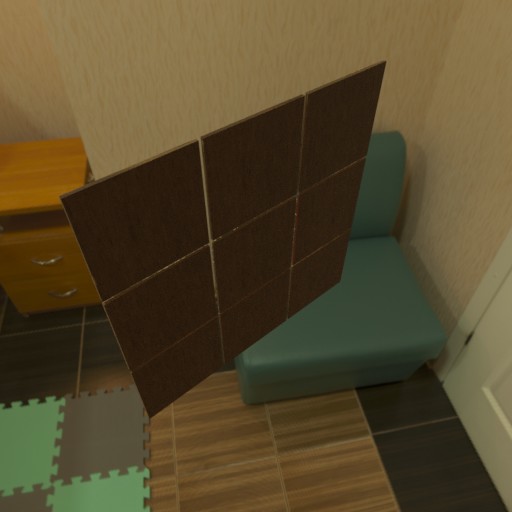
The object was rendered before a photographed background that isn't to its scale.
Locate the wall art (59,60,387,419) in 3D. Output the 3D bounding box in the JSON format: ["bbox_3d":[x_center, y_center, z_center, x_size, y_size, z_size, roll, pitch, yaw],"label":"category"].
[{"bbox_3d":[0.000,0.000,1.757,1.215,1.213,0.013,-31,54,-27],"label":"wall art"}]
